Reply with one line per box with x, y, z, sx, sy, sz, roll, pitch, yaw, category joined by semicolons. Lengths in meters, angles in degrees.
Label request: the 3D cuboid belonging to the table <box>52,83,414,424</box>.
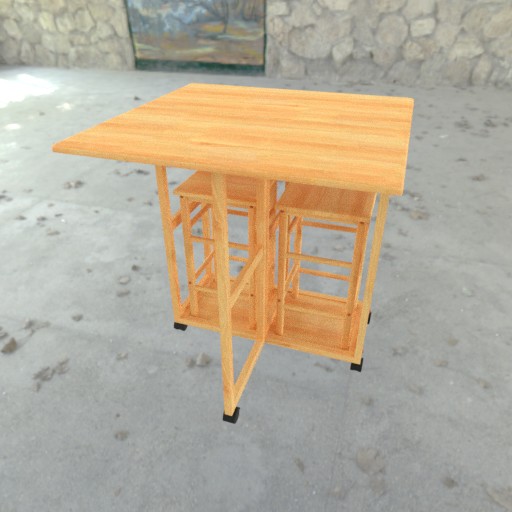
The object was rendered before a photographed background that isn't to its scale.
0.000;0.000;1.343;0.752;0.832;0.693;10;33;15;table
